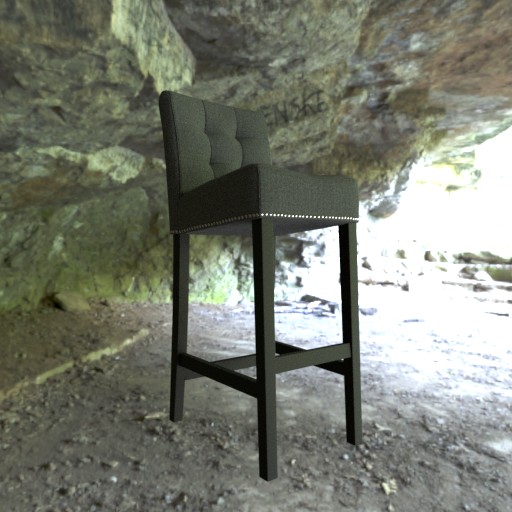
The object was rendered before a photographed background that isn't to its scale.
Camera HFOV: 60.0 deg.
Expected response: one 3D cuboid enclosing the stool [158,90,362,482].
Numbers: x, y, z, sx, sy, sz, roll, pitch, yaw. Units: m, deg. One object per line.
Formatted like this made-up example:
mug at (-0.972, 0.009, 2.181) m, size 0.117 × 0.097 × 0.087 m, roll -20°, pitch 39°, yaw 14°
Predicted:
stool at (0.000, 0.000, 1.347) m, size 0.411 × 1.047 × 0.548 m, roll -1°, pitch 1°, yaw -37°
